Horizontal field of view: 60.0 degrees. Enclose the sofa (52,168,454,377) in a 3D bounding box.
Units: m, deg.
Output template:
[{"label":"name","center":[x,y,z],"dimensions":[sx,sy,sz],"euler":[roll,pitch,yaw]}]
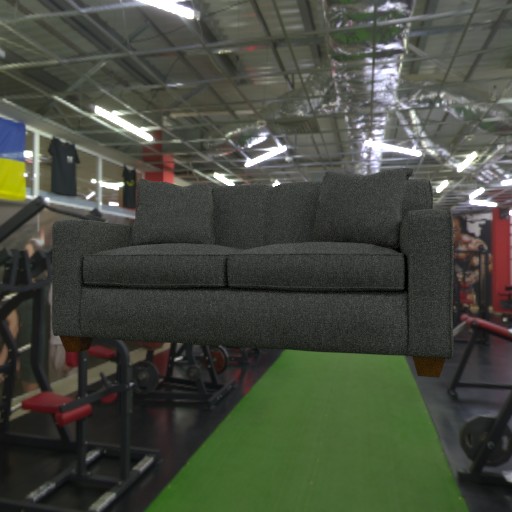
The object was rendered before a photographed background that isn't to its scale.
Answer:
[{"label":"sofa","center":[0.000,0.000,2.371],"dimensions":[1.846,0.958,0.998],"euler":[0,0,16]}]
